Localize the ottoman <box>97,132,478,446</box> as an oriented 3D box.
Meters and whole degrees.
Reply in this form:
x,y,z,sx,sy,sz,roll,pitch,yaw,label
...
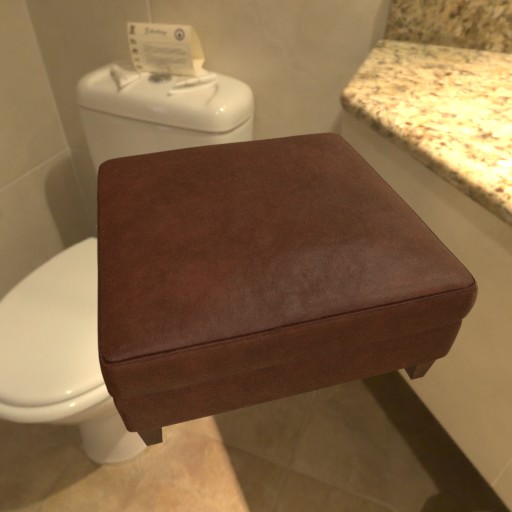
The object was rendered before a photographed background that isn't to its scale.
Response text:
x,y,z,sx,sy,sz,roll,pitch,yaw,label
0.000,0.000,1.281,0.836,0.415,0.844,-10,42,-11,ottoman
